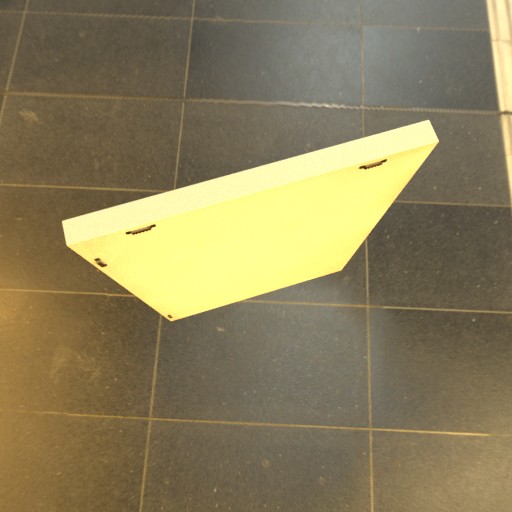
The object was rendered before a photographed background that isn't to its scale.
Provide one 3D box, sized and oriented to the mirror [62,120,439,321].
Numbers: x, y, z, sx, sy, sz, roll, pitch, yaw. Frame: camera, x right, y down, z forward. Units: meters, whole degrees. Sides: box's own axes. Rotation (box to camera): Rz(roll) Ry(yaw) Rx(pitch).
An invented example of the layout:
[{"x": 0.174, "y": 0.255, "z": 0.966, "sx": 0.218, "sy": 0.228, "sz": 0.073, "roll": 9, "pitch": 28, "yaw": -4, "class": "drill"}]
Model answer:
[{"x": 0.000, "y": 0.000, "z": 0.922, "sx": 0.507, "sy": 0.710, "sz": 0.040, "roll": -16, "pitch": 75, "yaw": -5, "class": "mirror"}]
